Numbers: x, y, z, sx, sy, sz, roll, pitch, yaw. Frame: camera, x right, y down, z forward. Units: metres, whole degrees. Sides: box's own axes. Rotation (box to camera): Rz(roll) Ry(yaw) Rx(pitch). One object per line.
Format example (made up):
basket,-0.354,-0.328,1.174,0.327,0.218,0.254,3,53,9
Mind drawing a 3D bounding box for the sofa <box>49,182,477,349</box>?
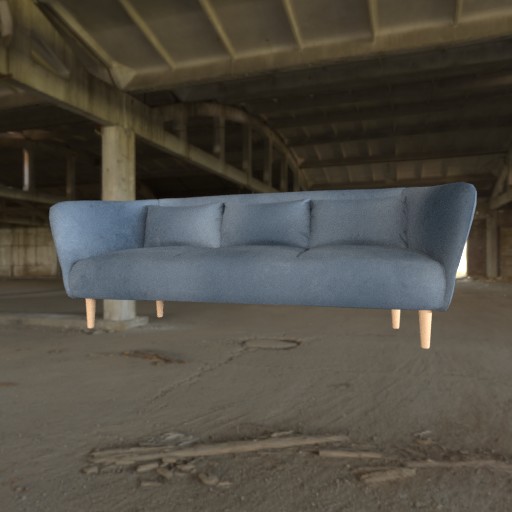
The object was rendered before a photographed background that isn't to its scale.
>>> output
sofa,0.000,0.000,2.450,2.095,0.795,0.849,0,0,18
